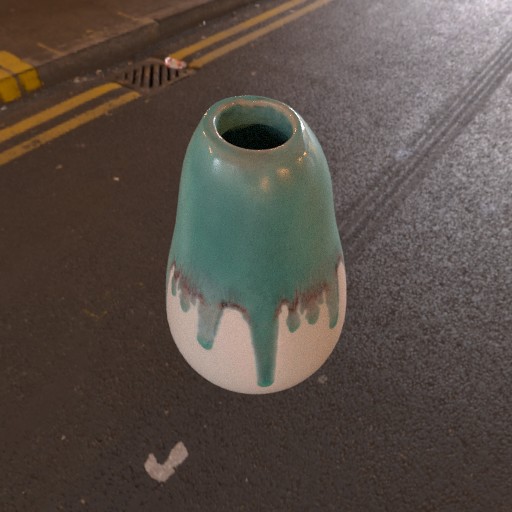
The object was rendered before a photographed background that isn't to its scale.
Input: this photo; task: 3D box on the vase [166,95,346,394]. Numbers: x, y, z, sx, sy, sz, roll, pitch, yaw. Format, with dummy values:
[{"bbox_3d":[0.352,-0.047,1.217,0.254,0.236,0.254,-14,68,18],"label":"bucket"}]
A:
[{"bbox_3d":[0.000,0.000,0.262,0.116,0.179,0.116,0,46,0],"label":"vase"}]
